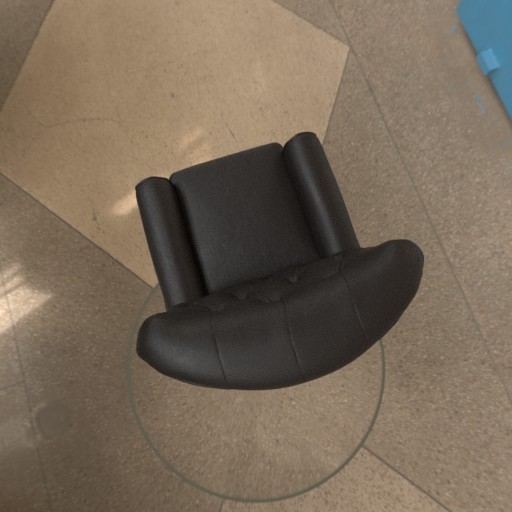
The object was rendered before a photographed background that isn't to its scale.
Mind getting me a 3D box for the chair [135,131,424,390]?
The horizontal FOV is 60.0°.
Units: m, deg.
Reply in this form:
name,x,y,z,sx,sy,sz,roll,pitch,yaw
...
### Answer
name,x,y,z,sx,sy,sz,roll,pitch,yaw
chair,0.000,0.000,1.927,0.948,1.158,1.058,-17,77,-4
